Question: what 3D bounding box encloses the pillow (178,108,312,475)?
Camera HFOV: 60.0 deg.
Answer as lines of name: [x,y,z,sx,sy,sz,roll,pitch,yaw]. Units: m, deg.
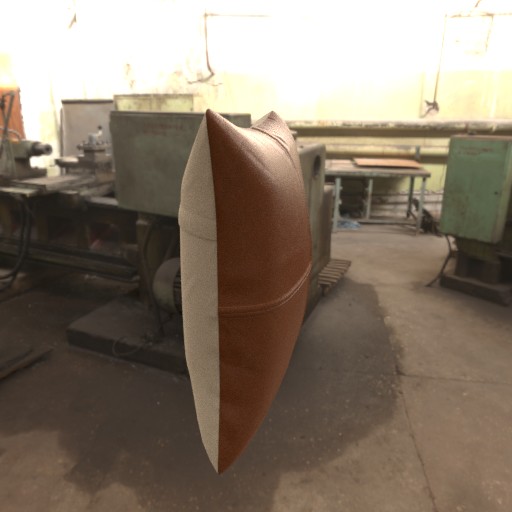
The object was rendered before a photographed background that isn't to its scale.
pillow: [0.000,0.000,0.759,0.192,0.477,0.501,3,18,9]
